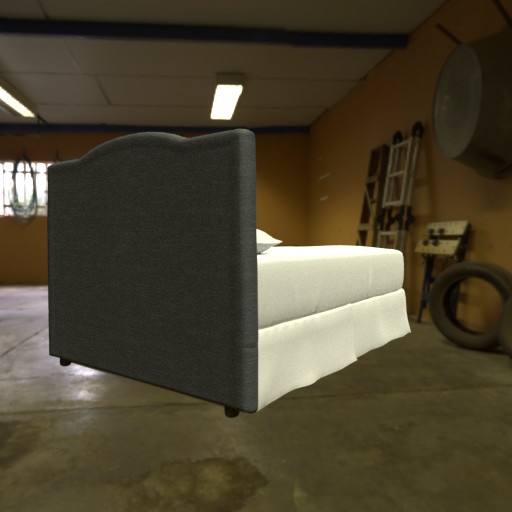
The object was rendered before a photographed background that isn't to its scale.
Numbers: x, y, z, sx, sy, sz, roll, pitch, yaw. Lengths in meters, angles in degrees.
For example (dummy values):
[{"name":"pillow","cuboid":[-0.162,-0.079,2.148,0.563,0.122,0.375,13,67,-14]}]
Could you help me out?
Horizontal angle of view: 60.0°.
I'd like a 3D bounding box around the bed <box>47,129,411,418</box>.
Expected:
[{"name":"bed","cuboid":[0.000,0.000,3.510,1.747,1.441,2.507,2,3,36]}]
